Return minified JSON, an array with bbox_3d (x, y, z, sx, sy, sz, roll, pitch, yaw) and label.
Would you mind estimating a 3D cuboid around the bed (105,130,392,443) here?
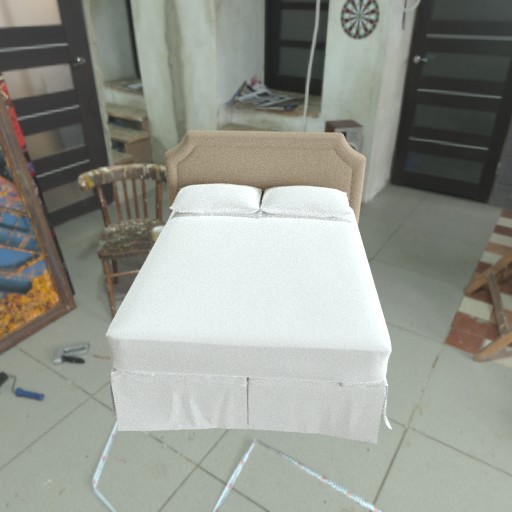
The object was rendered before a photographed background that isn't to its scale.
[{"bbox_3d":[0.000,0.000,3.314,1.828,1.301,2.204,2,31,3],"label":"bed"}]
